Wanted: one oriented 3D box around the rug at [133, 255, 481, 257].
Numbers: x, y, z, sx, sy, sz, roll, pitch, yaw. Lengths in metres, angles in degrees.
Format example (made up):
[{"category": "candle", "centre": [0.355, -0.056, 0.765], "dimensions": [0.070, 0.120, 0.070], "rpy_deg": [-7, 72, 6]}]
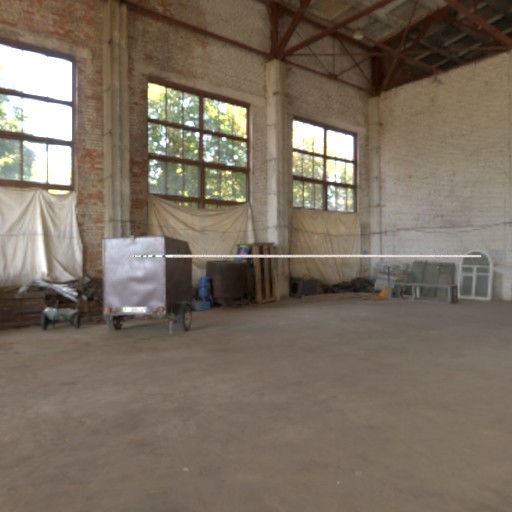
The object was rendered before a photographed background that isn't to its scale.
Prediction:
[{"category": "rug", "centre": [0.000, 0.000, 3.089], "dimensions": [1.521, 0.015, 2.436], "rpy_deg": [0, 0, -19]}]
